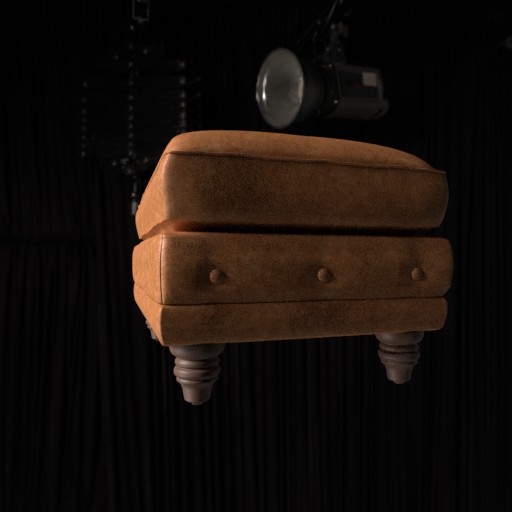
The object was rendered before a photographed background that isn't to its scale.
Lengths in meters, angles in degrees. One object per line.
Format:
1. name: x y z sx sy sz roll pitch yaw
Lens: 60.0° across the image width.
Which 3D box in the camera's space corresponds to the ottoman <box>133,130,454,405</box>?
1. ottoman: 0.000 0.000 1.049 0.533 0.480 0.710 0 0 -18
